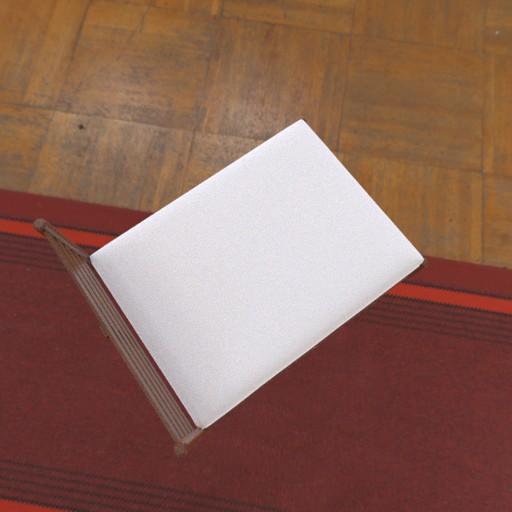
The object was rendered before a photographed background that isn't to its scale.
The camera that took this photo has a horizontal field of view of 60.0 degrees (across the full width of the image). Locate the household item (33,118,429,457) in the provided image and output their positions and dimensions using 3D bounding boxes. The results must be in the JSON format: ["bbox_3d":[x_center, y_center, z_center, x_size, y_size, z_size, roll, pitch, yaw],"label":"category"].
[{"bbox_3d":[0.000,0.000,3.365,2.232,1.356,1.663,-35,76,-10],"label":"household item"}]
